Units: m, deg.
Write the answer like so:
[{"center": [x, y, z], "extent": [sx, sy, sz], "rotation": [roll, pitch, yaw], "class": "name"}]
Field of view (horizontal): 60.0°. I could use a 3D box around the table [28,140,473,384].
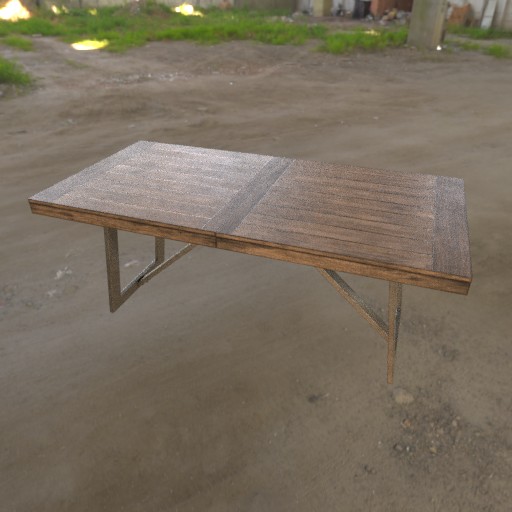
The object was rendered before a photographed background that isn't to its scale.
[{"center": [0.000, 0.000, 2.312], "extent": [1.867, 0.757, 0.931], "rotation": [11, 33, 17], "class": "table"}]
